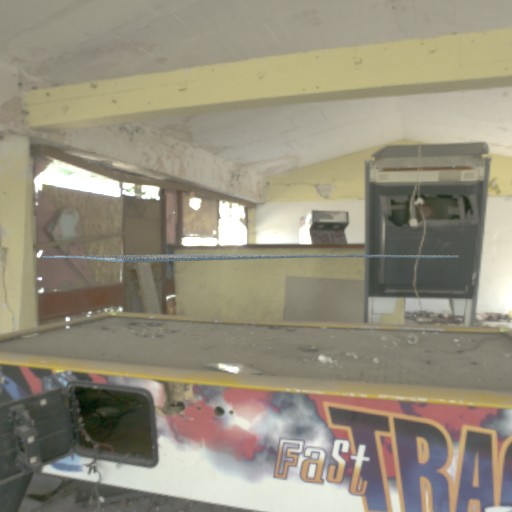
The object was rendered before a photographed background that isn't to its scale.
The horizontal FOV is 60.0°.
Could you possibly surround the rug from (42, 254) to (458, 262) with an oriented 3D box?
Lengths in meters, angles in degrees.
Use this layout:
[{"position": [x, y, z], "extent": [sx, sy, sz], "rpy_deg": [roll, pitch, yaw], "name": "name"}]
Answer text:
[{"position": [0.000, 0.000, 2.240], "extent": [1.777, 0.021, 1.145], "rpy_deg": [0, 1, -36], "name": "rug"}]
